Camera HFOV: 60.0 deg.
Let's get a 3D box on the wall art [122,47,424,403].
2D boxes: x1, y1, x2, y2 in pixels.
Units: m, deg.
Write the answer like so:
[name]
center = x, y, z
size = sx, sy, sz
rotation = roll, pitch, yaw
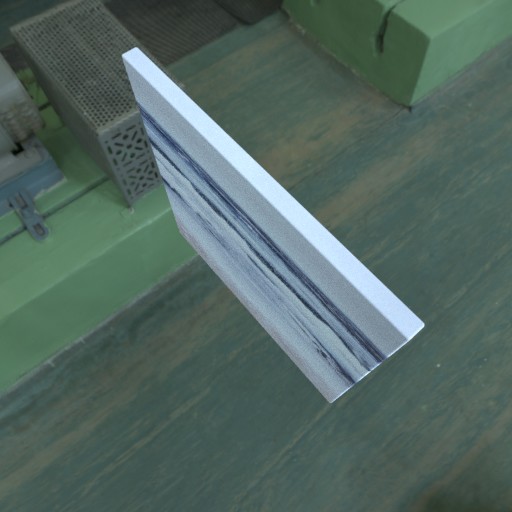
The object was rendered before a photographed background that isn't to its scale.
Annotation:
[wall art]
center = 0.000, 0.000, 1.105
size = 0.065, 0.747, 0.755
rotation = -38, 70, -16
